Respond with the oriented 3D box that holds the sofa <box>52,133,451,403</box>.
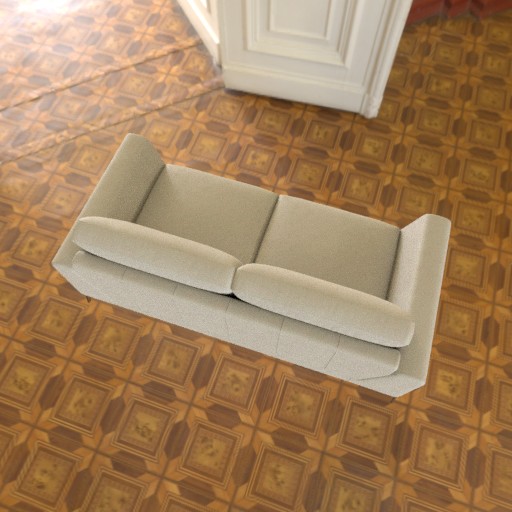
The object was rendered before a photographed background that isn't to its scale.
[{"bbox_3d":[0.000,0.000,2.565,2.017,0.875,0.953,17,65,8],"label":"sofa"}]
